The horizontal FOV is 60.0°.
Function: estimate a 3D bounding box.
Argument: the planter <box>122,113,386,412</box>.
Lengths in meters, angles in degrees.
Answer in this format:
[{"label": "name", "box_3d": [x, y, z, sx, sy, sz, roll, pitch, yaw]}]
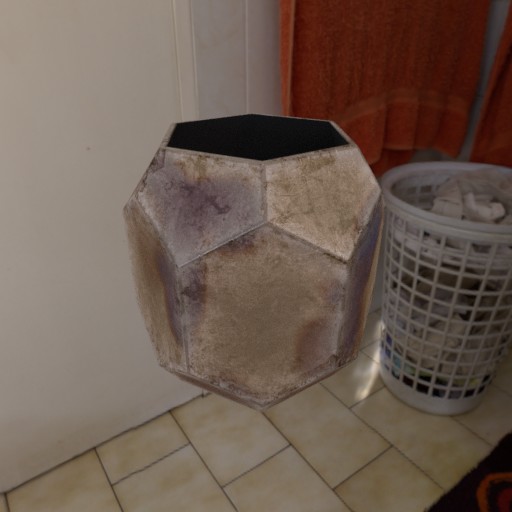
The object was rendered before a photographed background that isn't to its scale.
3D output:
[{"label": "planter", "box_3d": [0.000, 0.000, 0.432, 0.221, 0.238, 0.243, -17, 33, -29]}]
